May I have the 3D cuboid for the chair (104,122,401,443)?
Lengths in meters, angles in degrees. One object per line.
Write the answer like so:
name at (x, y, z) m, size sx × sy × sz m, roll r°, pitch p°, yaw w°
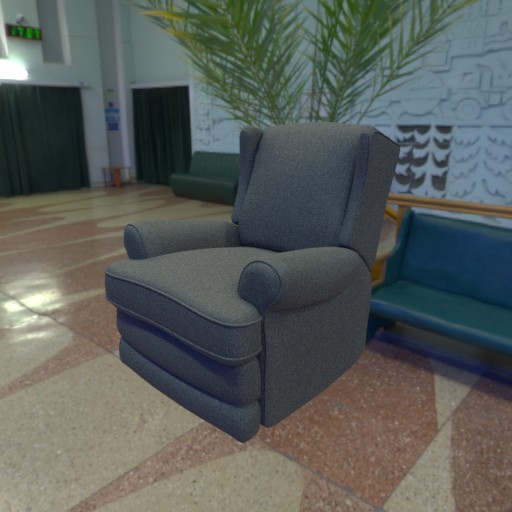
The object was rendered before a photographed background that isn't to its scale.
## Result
chair at (0.000, 0.000, 1.745) m, size 0.847 × 1.011 × 0.969 m, roll 15°, pitch 23°, yaw 41°
